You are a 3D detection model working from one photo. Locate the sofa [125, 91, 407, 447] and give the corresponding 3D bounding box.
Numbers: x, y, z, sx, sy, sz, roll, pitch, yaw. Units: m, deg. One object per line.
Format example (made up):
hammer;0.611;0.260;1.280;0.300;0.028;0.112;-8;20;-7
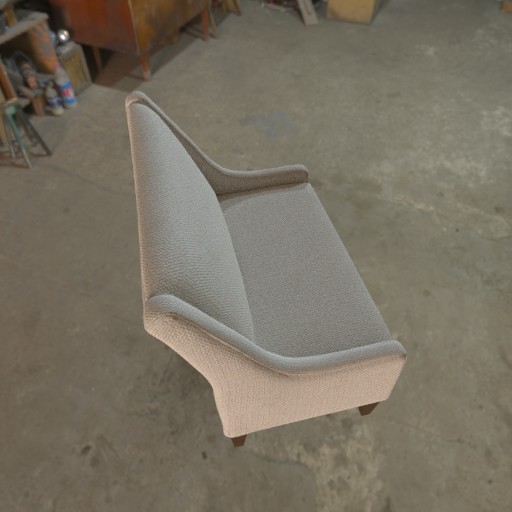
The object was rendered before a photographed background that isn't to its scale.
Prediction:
sofa;0.000;0.000;1.915;0.870;1.022;1.242;-10;48;-9
